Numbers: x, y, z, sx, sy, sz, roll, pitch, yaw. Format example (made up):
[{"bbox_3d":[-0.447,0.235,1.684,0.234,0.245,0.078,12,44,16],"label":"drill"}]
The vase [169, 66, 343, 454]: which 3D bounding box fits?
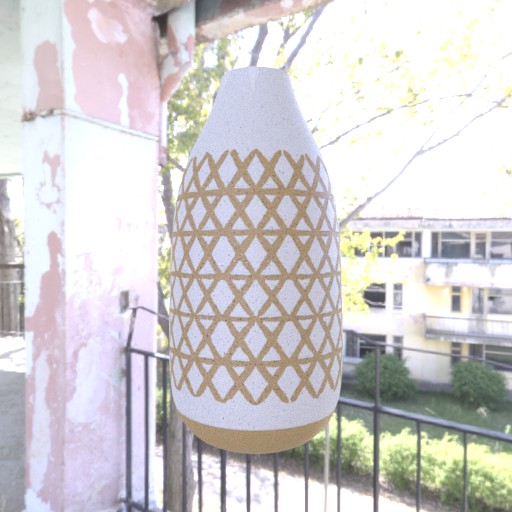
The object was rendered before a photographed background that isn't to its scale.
[{"bbox_3d":[0.000,0.000,0.481,0.186,0.380,0.186,0,1,0],"label":"vase"}]
